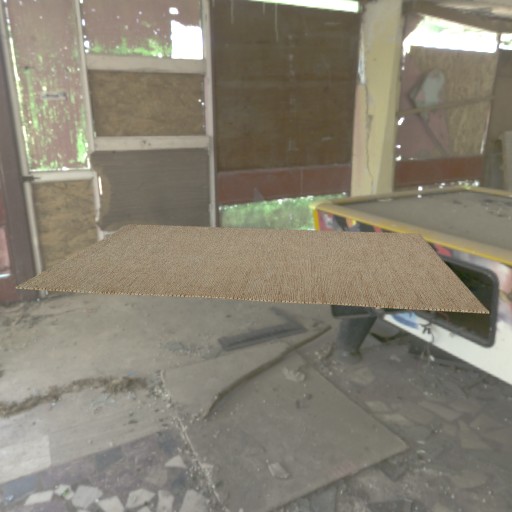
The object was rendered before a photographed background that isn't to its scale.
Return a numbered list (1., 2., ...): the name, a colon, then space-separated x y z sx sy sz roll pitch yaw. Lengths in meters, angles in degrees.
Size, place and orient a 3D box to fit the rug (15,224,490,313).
1. rug: 0.000 0.000 2.970 2.439 0.011 1.533 2 17 7
